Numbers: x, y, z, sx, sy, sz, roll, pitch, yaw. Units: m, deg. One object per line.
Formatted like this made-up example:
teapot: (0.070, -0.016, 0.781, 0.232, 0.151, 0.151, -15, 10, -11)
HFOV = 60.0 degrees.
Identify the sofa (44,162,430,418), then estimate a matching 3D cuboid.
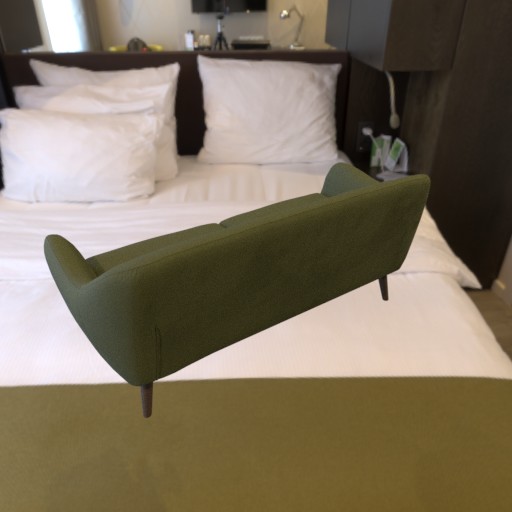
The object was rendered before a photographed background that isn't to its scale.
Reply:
sofa: (0.000, 0.000, 2.257, 1.840, 0.836, 0.820, -19, 35, -29)
